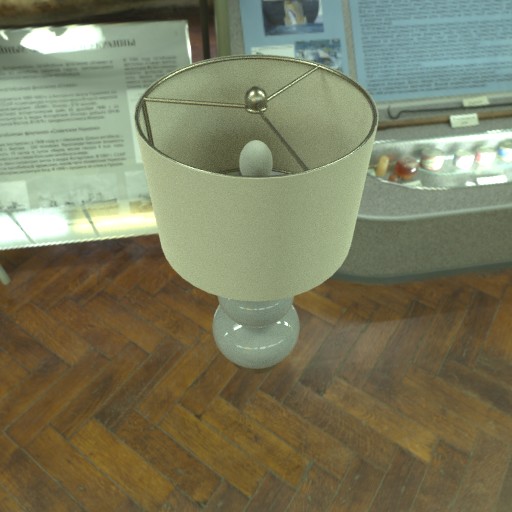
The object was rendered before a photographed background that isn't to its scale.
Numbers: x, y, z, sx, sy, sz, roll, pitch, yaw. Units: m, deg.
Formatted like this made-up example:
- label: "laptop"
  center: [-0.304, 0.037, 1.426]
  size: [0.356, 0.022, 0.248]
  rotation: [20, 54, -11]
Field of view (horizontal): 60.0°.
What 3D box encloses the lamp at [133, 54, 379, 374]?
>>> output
- label: "lamp"
  center: [0.000, 0.000, 0.922]
  size: [0.367, 0.730, 0.367]
  rotation: [-32, 55, -26]
